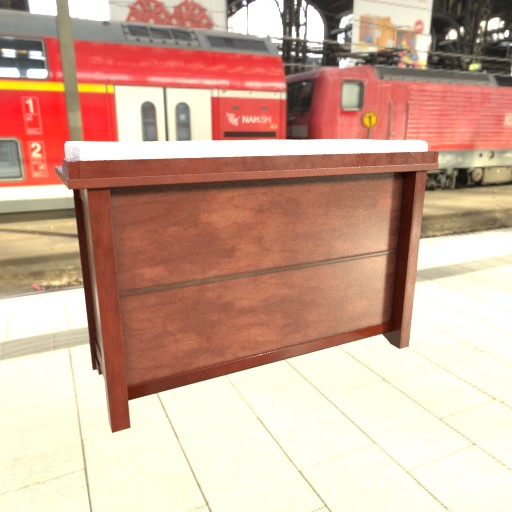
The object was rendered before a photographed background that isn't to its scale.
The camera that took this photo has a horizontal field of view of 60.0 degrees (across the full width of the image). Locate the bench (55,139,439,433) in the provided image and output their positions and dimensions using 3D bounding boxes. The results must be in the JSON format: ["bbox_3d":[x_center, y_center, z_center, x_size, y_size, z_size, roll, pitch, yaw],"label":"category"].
[{"bbox_3d":[0.000,0.000,1.281,0.987,0.646,0.369,-8,18,-26],"label":"bench"}]
